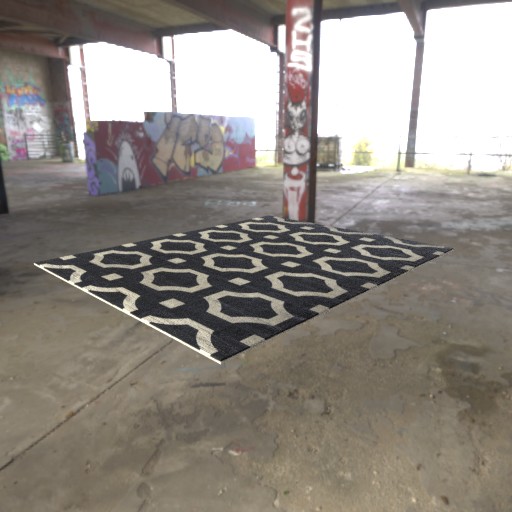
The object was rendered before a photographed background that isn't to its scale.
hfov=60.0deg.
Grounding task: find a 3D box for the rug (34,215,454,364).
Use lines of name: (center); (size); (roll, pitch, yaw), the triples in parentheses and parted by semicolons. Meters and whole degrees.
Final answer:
rug: (0.000, 0.000, 4.110); (2.466, 0.021, 3.049); (15, 22, 42)
